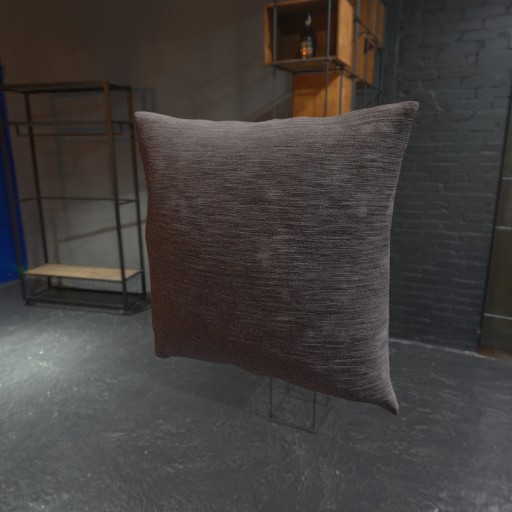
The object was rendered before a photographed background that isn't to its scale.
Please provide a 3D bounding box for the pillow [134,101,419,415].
[{"bbox_3d":[0.000,0.000,0.681,0.452,0.439,0.204,7,16,26],"label":"pillow"}]
